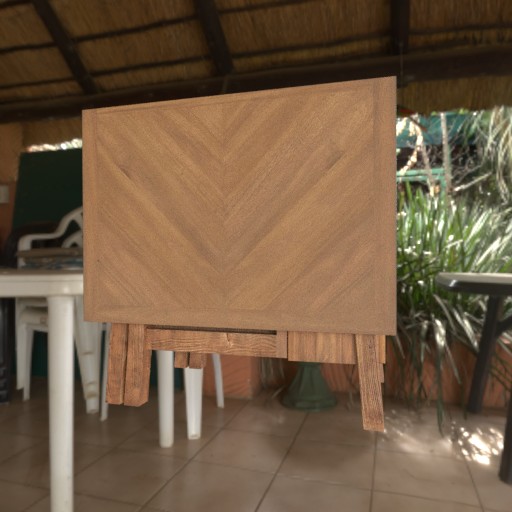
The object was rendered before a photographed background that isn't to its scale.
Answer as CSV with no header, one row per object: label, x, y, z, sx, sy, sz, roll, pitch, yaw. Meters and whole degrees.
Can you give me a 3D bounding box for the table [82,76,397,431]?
table,0.000,0.000,1.629,0.967,0.981,0.701,0,0,16
